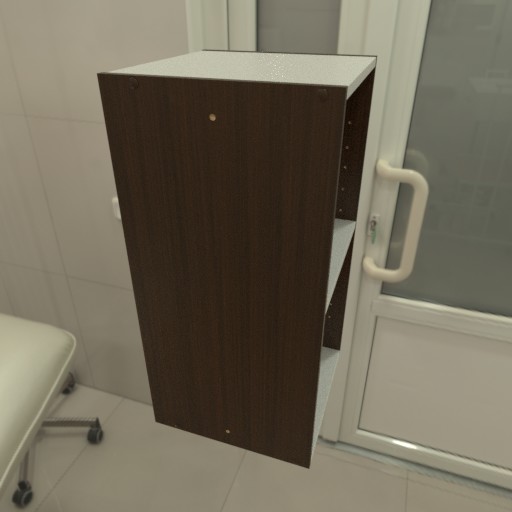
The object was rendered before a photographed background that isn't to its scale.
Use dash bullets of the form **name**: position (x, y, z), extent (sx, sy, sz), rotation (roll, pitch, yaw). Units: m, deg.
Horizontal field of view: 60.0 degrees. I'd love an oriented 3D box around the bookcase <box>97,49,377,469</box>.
- **bookcase**: position (0.000, 0.000, 0.747), extent (0.290, 0.600, 0.300), rotation (10, 32, 16)
